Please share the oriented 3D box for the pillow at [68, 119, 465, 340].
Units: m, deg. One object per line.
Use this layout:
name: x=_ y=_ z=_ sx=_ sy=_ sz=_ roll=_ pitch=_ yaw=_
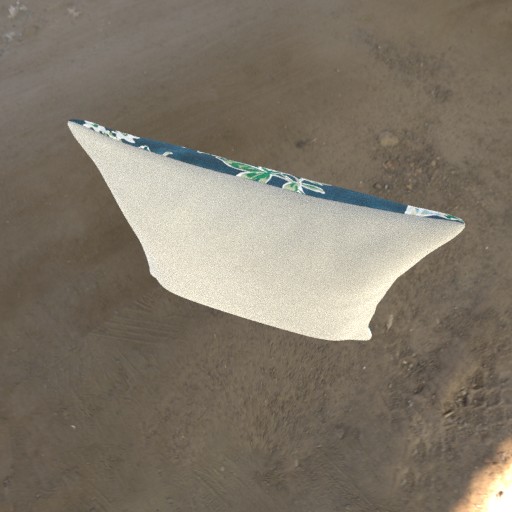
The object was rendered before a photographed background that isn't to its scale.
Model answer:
pillow: x=0.000 y=0.000 z=0.782 sx=0.525 sy=0.508 sz=0.166 roll=16 pitch=64 yaw=8
